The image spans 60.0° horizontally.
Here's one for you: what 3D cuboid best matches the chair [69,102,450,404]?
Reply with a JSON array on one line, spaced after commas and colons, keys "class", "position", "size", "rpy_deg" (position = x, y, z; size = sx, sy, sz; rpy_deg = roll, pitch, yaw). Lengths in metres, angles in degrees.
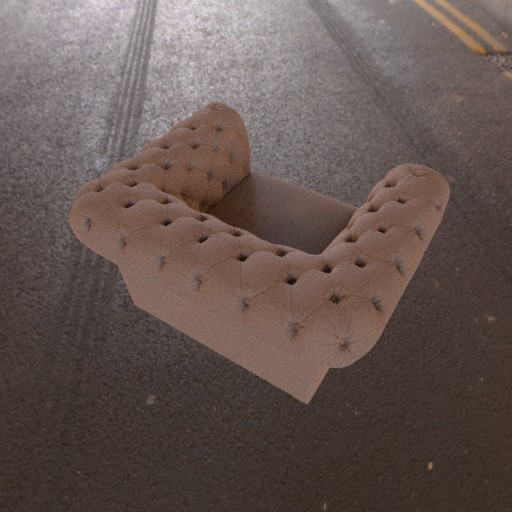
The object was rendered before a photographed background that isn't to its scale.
[{"class": "chair", "position": [0.000, 0.000, 1.930], "size": [1.270, 0.770, 0.976], "rpy_deg": [24, 50, 22]}]
